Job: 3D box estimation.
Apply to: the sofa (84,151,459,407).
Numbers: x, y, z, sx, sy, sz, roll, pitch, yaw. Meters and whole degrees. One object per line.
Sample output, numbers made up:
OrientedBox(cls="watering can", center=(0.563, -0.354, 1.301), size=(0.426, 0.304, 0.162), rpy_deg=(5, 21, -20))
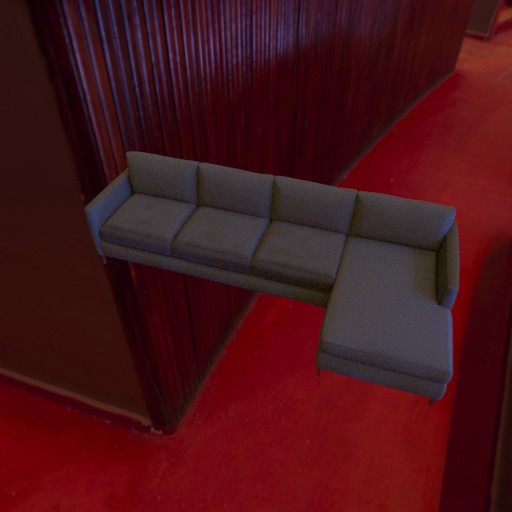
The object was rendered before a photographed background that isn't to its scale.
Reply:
OrientedBox(cls="sofa", center=(0.000, 0.000, 3.212), size=(2.725, 0.756, 1.255), rpy_deg=(12, 43, 14))
